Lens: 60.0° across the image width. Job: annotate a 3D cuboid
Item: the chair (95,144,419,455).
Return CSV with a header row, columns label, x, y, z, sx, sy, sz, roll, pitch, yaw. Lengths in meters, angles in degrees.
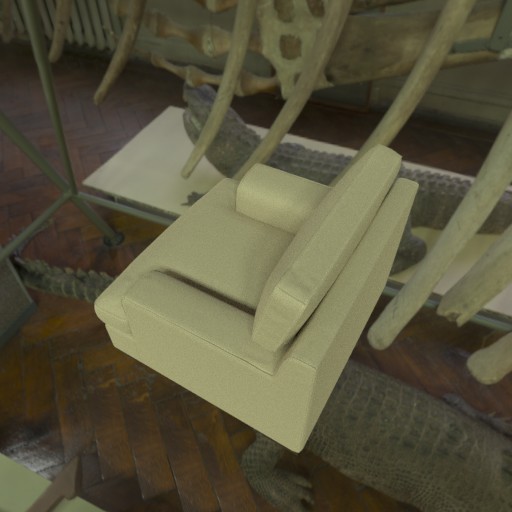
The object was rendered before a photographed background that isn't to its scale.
label,x,y,z,sx,sy,sz,roll,pitch,yaw
chair,0.000,0.000,2.177,1.274,1.005,1.293,17,49,16
